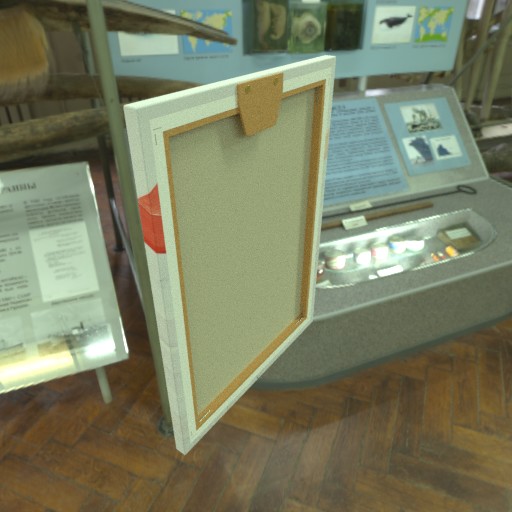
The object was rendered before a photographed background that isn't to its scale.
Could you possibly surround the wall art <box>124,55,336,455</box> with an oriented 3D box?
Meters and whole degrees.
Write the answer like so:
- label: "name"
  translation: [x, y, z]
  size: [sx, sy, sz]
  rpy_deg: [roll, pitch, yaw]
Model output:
- label: "wall art"
  translation: [0.000, 0.000, 1.321]
  size: [0.045, 1.014, 0.759]
  rpy_deg: [21, 38, 30]
